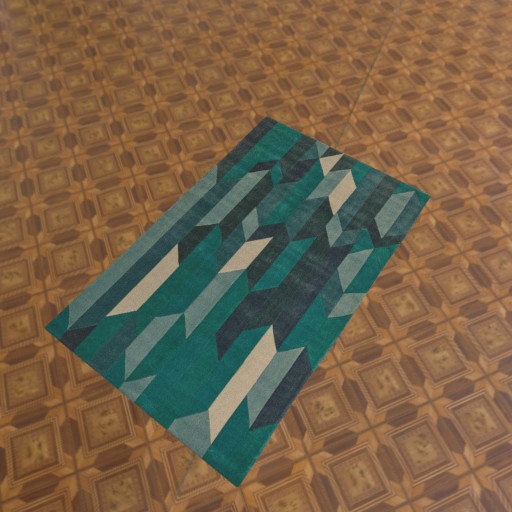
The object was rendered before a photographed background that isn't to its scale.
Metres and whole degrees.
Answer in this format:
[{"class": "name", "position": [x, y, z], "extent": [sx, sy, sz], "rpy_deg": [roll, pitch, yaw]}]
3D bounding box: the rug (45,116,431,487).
[{"class": "rug", "position": [0.000, 0.000, 3.057], "extent": [1.528, 0.005, 2.420], "rpy_deg": [31, 63, 18]}]
